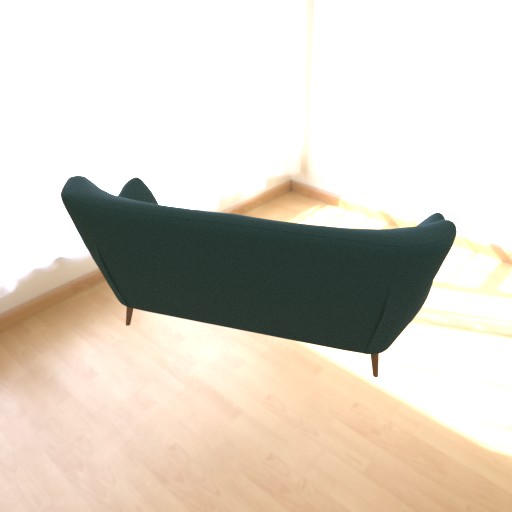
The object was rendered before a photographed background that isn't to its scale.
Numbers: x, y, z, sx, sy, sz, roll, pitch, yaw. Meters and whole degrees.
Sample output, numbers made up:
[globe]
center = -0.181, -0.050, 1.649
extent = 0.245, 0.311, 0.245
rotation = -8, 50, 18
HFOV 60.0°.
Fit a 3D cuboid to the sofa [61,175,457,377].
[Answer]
[sofa]
center = 0.000, 0.000, 2.409
extent = 1.930, 0.890, 0.889
rotation = 9, 33, 14
